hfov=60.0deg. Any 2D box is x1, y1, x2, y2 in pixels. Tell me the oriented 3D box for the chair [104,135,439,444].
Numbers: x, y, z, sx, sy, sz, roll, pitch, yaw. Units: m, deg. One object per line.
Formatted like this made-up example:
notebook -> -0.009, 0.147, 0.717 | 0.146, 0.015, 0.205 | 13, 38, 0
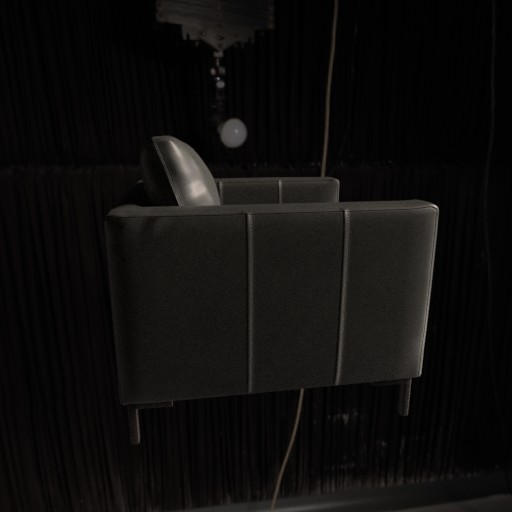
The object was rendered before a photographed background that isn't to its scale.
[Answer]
chair -> 0.000, 0.000, 1.506 | 0.861, 0.824, 0.967 | -2, 15, -9
